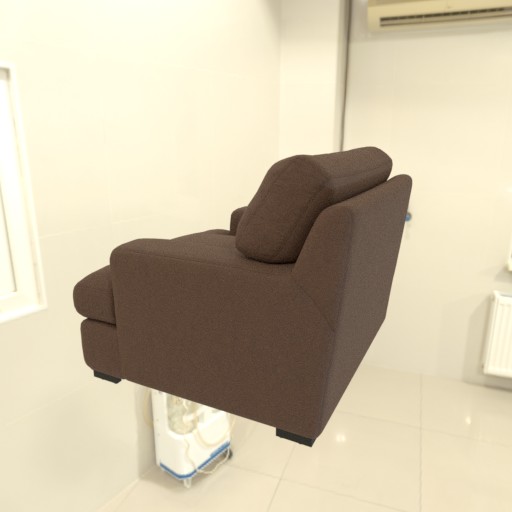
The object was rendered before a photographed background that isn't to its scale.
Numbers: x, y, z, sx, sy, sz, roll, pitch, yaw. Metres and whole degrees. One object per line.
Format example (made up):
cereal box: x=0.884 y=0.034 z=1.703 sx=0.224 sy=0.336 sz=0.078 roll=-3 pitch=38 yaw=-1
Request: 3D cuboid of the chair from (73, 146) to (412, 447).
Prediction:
chair: x=0.000 y=0.000 z=1.986 sx=1.143 sy=0.940 sz=1.168 roll=8 pitch=17 yaw=26
